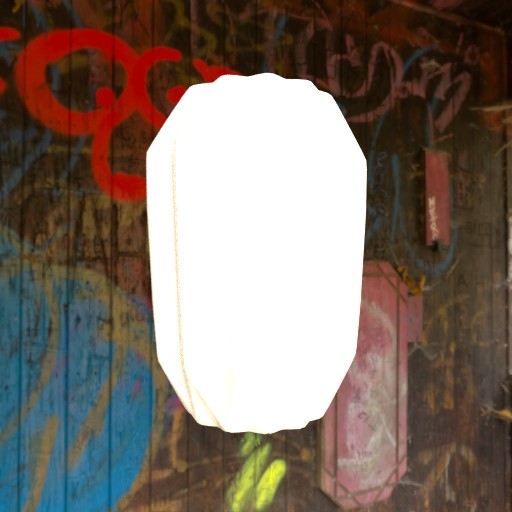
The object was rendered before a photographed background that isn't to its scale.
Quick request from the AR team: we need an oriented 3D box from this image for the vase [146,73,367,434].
[{"bbox_3d":[0.000,0.000,0.397,0.195,0.275,0.195,0,-1,0],"label":"vase"}]
